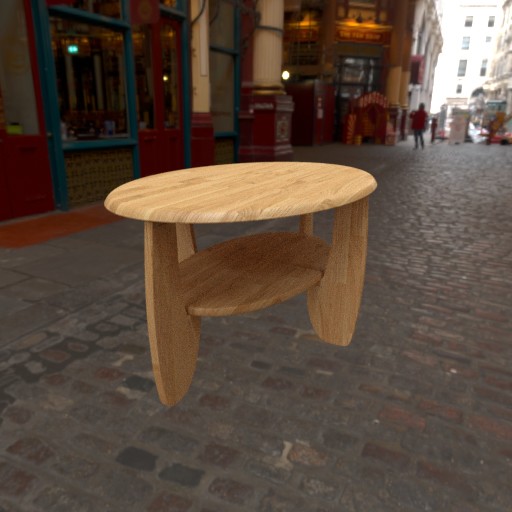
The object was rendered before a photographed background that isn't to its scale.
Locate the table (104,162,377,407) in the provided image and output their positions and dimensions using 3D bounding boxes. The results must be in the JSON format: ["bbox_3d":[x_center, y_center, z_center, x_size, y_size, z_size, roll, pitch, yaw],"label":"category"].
[{"bbox_3d":[0.000,0.000,1.411,0.690,0.490,1.040,9,20,25],"label":"table"}]
